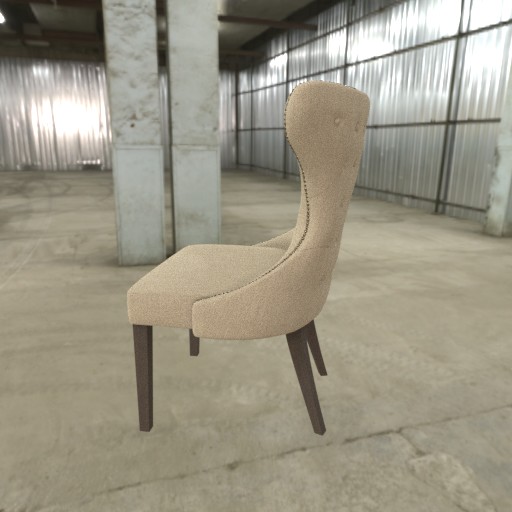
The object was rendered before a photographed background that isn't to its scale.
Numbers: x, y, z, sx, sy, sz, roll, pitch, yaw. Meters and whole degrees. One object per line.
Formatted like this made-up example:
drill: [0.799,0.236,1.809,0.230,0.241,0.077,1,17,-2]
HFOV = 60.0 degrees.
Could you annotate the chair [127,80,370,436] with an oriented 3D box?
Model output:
chair: [0.000,0.000,1.389,0.635,0.967,0.628,2,15,9]
